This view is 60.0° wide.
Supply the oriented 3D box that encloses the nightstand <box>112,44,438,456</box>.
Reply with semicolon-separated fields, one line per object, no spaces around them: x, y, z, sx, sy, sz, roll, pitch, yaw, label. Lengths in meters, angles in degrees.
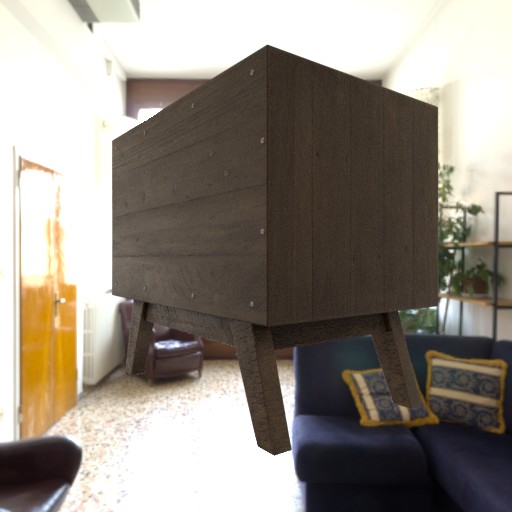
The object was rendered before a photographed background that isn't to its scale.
0.000;0.000;1.020;0.450;0.599;0.650;0;0;-37;nightstand
